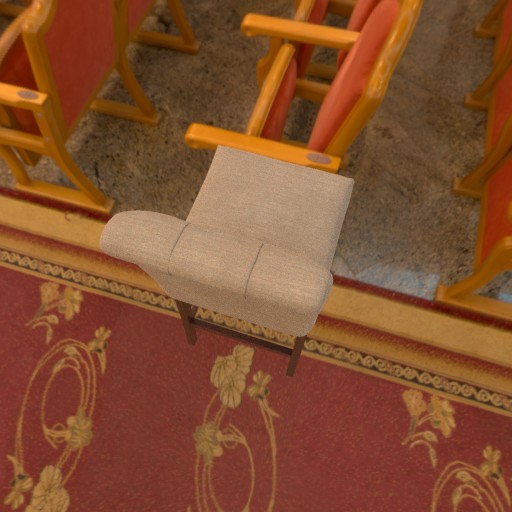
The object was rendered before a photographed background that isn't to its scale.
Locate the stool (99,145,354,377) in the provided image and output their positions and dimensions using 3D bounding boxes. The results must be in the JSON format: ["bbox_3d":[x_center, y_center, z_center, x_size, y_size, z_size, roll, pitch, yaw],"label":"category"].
[{"bbox_3d":[0.000,0.000,1.447,0.486,1.084,0.660,16,65,8],"label":"stool"}]
